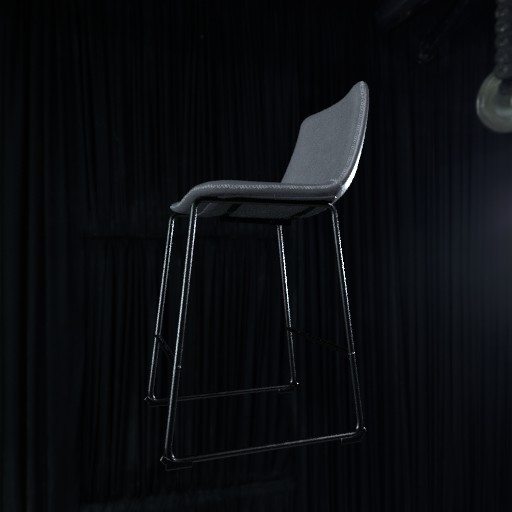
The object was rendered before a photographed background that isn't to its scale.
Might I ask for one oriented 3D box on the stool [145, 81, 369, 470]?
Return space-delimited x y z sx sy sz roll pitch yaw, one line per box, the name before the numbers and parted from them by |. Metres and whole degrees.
stool | 0.000 0.000 1.181 0.546 0.876 0.470 0 0 -18
